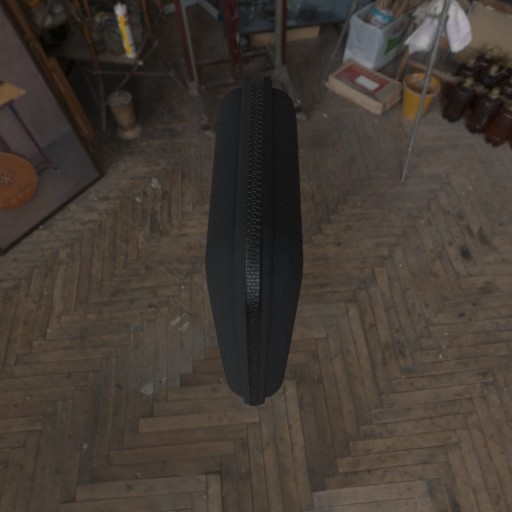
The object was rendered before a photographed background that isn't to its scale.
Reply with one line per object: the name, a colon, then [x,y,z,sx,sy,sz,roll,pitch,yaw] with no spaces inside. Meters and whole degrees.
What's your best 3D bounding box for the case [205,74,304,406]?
case: [0.000,0.000,0.200,0.030,0.147,0.107,1,59,0]
